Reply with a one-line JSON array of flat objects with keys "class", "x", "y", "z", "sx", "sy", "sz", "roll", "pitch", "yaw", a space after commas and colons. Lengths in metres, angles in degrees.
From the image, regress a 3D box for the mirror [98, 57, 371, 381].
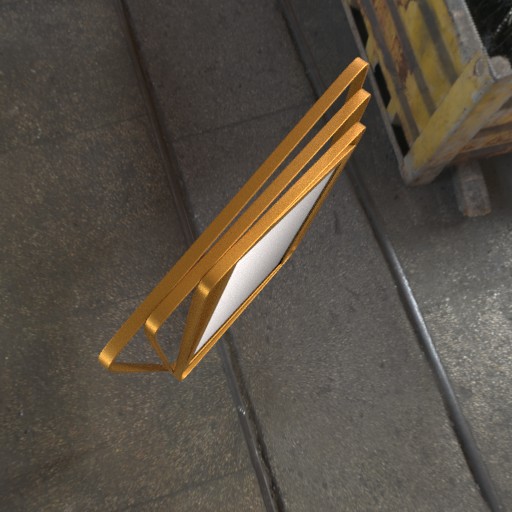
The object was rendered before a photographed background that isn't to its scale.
[{"class": "mirror", "x": 0.000, "y": 0.000, "z": 0.697, "sx": 0.045, "sy": 0.468, "sz": 0.470, "roll": 38, "pitch": 79, "yaw": 9}]
